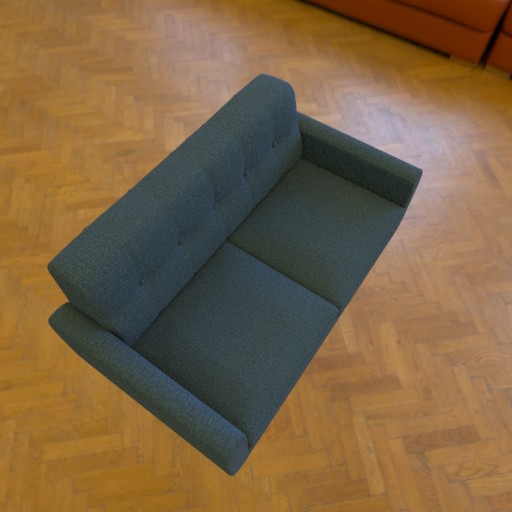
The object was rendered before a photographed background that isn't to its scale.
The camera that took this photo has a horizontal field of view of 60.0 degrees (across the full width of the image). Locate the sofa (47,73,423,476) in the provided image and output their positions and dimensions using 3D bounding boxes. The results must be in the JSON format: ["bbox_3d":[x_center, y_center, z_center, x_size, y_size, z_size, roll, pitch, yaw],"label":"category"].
[{"bbox_3d":[0.000,0.000,2.130,0.942,0.896,1.651,31,63,18],"label":"sofa"}]
